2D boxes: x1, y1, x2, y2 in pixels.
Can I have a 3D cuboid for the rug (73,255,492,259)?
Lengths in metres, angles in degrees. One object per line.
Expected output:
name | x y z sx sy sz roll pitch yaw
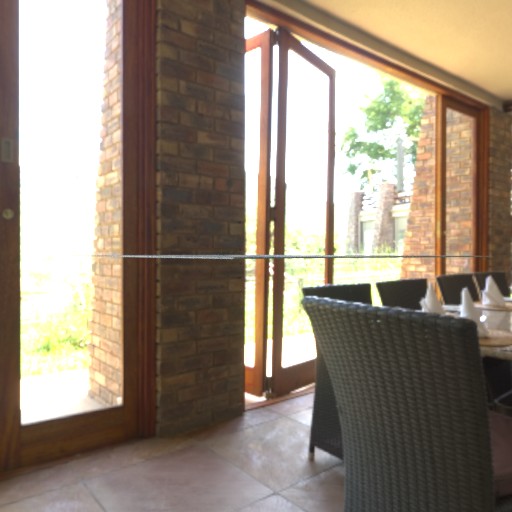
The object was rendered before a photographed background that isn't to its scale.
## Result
rug | 0.000 0.000 4.004 2.440 0.008 3.036 0 0 -36
